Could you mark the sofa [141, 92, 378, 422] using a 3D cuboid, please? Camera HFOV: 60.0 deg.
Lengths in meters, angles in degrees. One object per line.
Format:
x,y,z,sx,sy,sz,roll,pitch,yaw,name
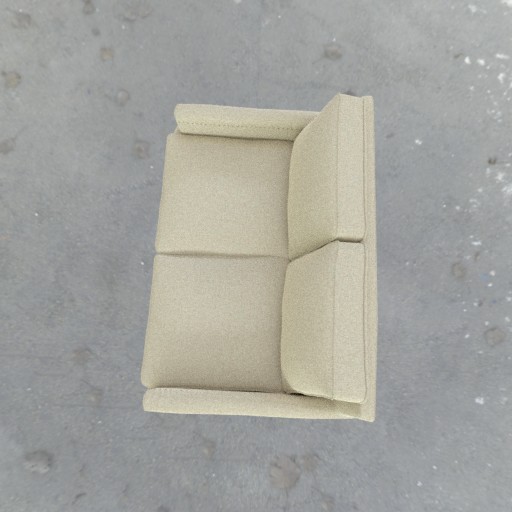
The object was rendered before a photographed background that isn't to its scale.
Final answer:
0.000,0.000,2.328,1.084,1.003,1.597,3,77,1,sofa
